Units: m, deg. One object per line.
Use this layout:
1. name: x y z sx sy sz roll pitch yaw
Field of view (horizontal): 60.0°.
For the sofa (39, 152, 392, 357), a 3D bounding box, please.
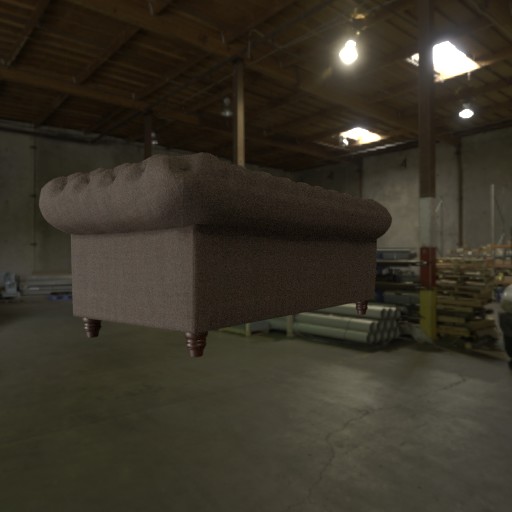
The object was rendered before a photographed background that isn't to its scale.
1. sofa: 0.000 0.000 2.524 0.944 0.780 2.048 0 0 37
